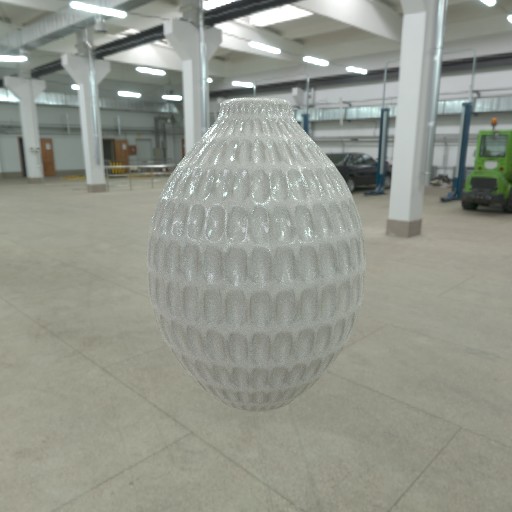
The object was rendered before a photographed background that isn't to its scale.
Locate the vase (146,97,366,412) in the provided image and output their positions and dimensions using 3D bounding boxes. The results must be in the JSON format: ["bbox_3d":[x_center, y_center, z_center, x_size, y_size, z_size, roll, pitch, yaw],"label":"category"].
[{"bbox_3d":[0.000,0.000,0.336,0.162,0.223,0.162,0,14,0],"label":"vase"}]
